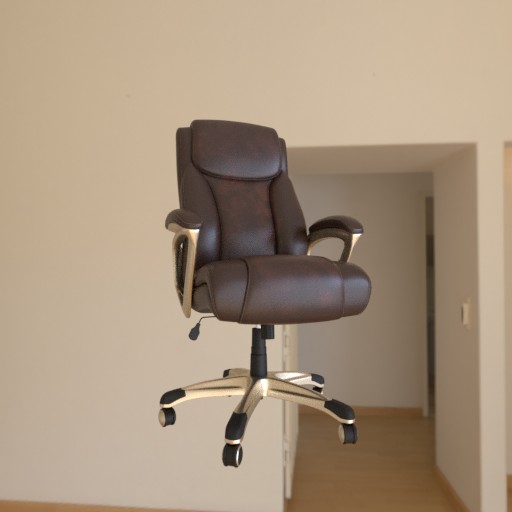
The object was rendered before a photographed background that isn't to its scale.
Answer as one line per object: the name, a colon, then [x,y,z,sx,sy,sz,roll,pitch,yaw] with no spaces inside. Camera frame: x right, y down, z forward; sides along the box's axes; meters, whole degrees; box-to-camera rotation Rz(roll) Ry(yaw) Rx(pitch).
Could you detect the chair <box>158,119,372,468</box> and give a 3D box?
chair: [0.000,0.000,1.637,0.692,1.194,0.749,0,-1,-19]
